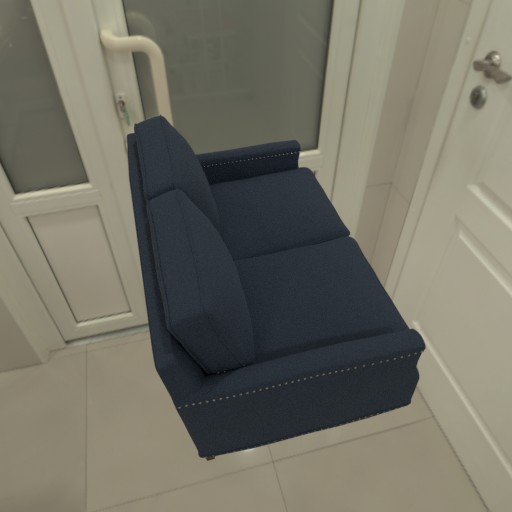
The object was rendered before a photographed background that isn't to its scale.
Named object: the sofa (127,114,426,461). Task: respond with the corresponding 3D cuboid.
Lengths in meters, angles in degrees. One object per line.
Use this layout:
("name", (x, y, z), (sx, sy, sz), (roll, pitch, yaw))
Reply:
("sofa", (0.000, 0.000, 2.247), (1.084, 1.003, 1.597), (-11, 46, -11))
